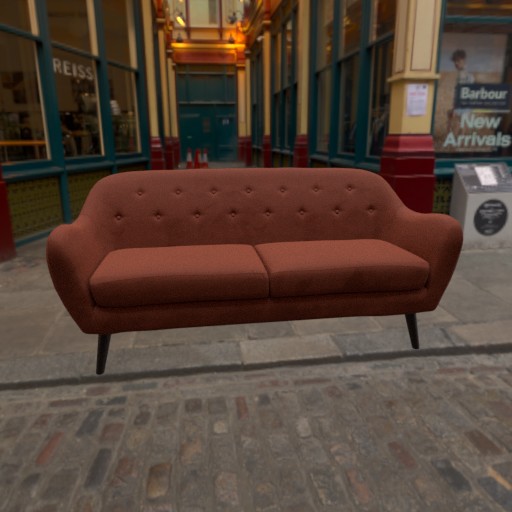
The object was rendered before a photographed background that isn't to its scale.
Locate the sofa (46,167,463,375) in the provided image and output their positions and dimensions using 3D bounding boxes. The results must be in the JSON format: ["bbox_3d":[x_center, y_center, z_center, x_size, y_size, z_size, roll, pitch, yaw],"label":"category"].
[{"bbox_3d":[0.000,0.000,2.298,1.840,0.836,0.820,-2,16,-9],"label":"sofa"}]
